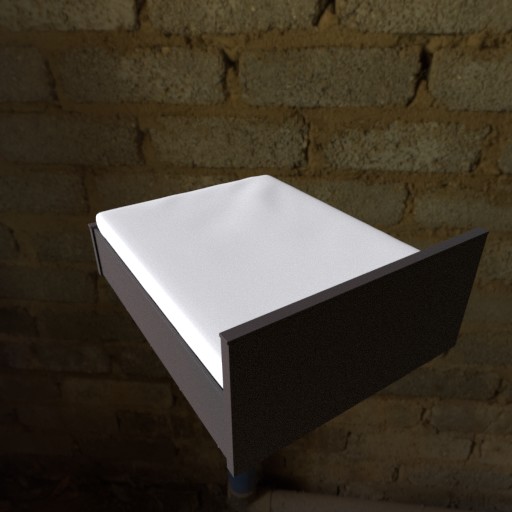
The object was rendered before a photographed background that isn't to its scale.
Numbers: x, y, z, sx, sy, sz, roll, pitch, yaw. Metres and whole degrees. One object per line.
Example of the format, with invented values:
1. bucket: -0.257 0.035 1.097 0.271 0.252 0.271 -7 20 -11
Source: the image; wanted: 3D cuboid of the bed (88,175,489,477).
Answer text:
1. bed: 0.000 0.000 2.967 1.634 0.808 2.103 -18 35 -28
